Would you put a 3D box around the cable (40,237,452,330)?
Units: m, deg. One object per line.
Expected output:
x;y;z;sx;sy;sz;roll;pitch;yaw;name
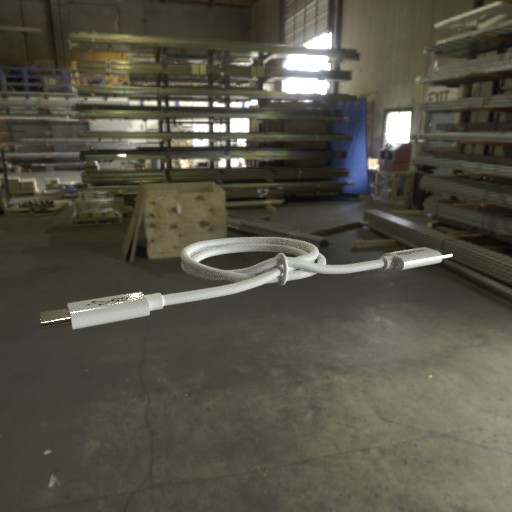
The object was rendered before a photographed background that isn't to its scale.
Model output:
0.000;0.000;0.208;0.186;0.014;0.070;-8;18;-26;cable
